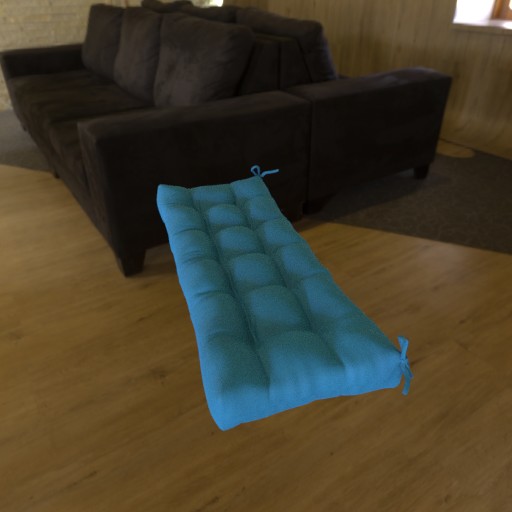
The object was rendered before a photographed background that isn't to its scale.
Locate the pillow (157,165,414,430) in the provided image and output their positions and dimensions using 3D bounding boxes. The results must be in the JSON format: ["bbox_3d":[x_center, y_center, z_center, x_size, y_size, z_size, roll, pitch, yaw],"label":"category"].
[{"bbox_3d":[0.000,0.000,1.394,0.511,0.174,1.194,-9,33,-14],"label":"pillow"}]
